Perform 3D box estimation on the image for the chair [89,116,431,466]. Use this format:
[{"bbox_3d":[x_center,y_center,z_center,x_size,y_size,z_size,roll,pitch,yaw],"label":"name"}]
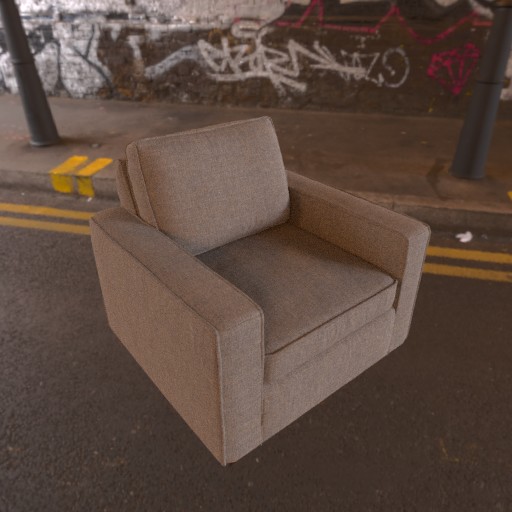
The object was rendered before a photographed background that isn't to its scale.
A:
[{"bbox_3d":[0.000,0.000,1.775,1.016,0.914,0.940,-22,37,-33],"label":"chair"}]
